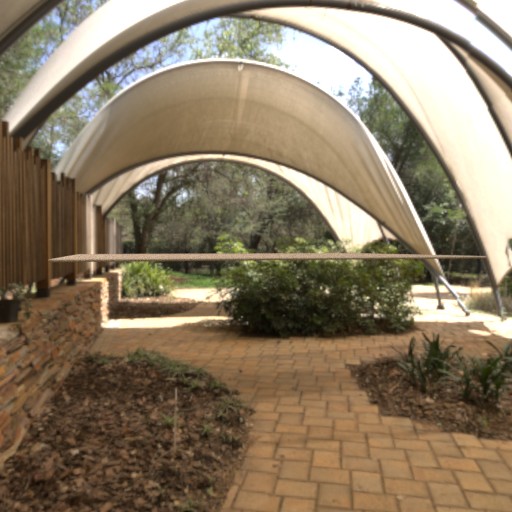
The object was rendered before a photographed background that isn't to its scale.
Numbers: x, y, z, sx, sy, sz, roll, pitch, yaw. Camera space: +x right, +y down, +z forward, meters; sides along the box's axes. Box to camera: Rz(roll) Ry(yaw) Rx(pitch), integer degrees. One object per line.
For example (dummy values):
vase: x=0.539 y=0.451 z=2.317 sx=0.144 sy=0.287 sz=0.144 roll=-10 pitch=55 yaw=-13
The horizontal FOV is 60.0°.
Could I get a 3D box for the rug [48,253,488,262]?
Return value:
rug: x=0.000 y=0.000 z=2.316 sx=1.829 sy=0.010 sz=1.219 roll=0 pitch=1 yaw=-18
